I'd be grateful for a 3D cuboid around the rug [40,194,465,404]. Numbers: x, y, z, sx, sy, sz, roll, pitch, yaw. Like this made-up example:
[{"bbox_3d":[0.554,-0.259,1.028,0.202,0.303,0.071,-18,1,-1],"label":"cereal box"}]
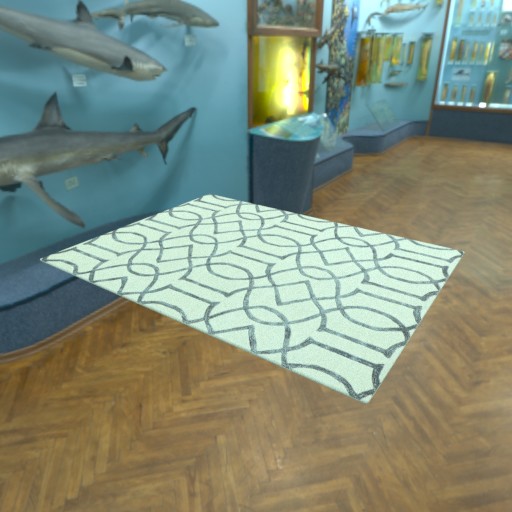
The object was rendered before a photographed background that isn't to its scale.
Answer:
[{"bbox_3d":[0.000,0.000,3.800,2.910,0.021,2.211,17,30,31],"label":"rug"}]
